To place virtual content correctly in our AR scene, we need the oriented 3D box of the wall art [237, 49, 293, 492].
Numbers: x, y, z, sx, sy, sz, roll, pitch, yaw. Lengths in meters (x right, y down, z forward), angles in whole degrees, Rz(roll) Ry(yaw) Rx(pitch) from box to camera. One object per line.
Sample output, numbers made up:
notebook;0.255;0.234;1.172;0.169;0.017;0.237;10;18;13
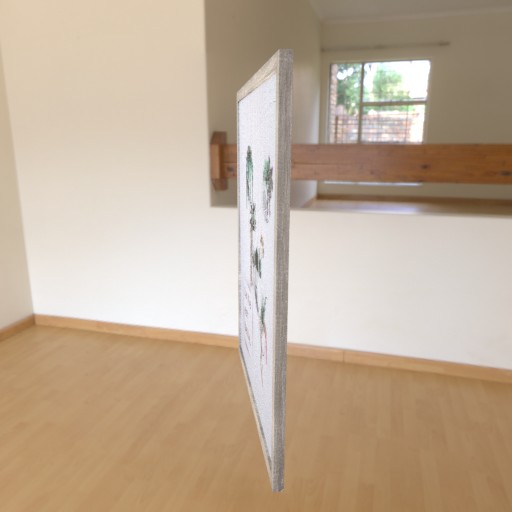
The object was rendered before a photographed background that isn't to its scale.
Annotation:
wall art;0.000;0.000;1.358;0.035;1.022;0.781;-2;14;-9
